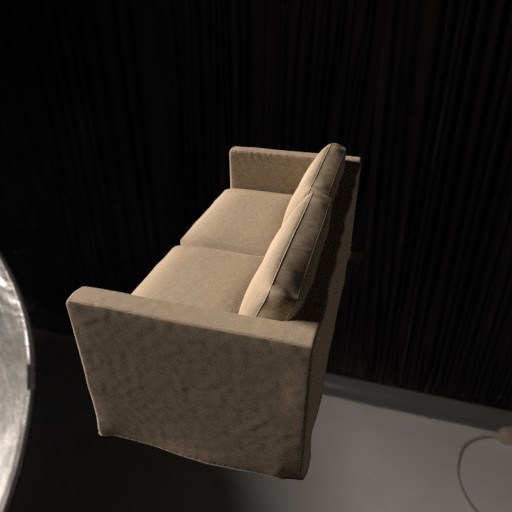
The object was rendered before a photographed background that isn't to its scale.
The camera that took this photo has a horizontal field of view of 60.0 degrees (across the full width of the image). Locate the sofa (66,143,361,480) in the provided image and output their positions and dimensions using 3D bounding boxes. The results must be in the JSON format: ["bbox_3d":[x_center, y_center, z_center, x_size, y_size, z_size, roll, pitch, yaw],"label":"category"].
[{"bbox_3d":[0.000,0.000,2.449,0.956,0.847,1.987,8,32,14],"label":"sofa"}]
